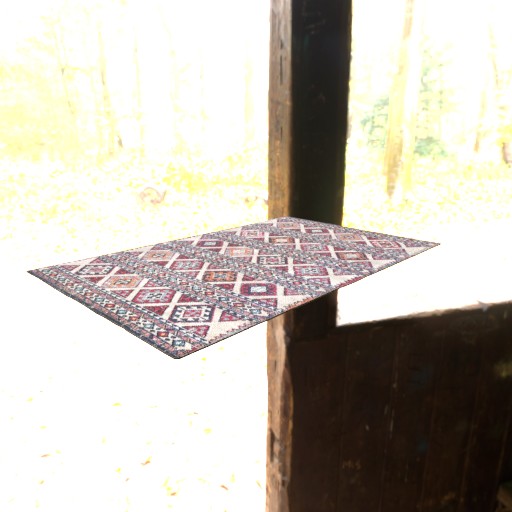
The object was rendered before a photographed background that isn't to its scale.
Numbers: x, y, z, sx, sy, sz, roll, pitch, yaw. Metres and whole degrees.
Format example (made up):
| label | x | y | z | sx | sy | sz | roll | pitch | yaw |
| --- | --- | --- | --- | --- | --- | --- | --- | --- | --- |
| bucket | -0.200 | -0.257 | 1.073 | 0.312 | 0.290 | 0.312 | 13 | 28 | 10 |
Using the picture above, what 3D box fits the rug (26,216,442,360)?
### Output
| label | x | y | z | sx | sy | sz | roll | pitch | yaw |
| --- | --- | --- | --- | --- | --- | --- | --- | --- | --- |
| rug | 0.000 | 0.000 | 3.006 | 1.545 | 0.010 | 2.440 | 15 | 22 | 42 |
